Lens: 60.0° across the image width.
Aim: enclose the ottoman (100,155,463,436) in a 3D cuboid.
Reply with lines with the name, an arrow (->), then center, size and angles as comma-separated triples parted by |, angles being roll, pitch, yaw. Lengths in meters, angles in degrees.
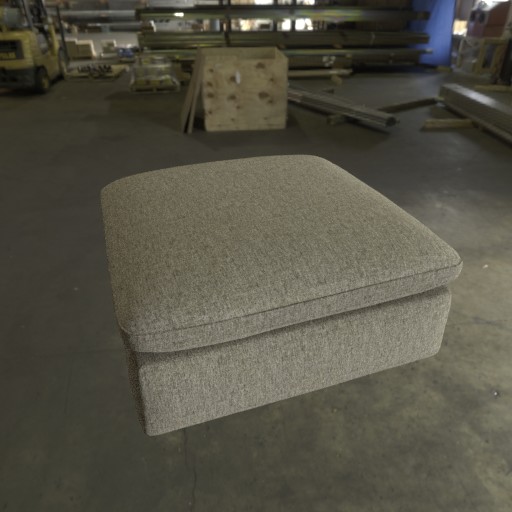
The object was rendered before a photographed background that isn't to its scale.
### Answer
ottoman -> 0.000, 0.000, 1.668 | 1.039, 0.526, 1.035 | -10, 33, -17
